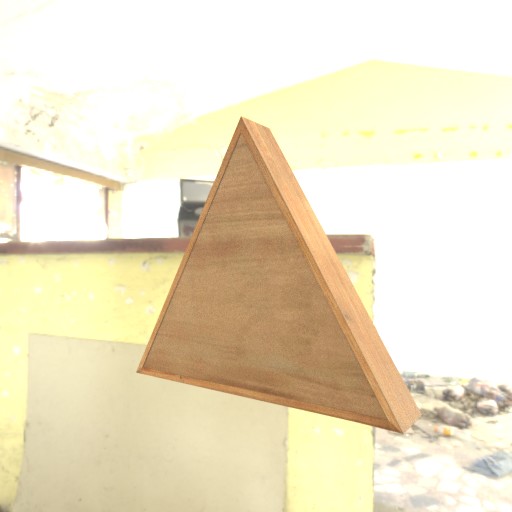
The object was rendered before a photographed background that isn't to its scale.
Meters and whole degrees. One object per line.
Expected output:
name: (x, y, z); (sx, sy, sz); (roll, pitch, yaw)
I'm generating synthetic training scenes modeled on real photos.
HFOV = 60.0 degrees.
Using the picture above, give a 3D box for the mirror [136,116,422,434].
mirror: (0.000, 0.000, 0.905); (0.631, 0.548, 0.100); (0, -1, 36)
